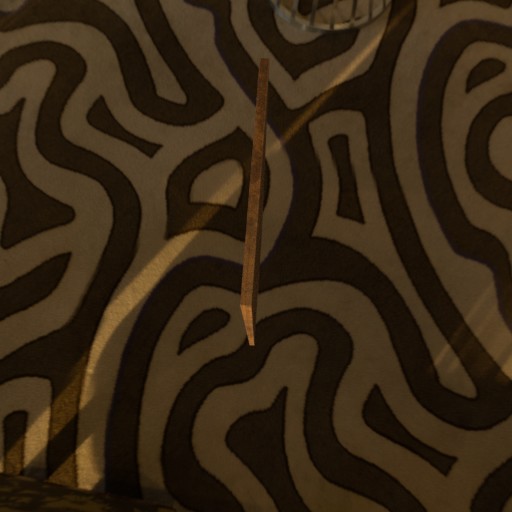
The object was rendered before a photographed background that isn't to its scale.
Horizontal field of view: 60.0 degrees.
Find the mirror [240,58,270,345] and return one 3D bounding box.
[{"bbox_3d":[0.000,0.000,2.332,0.032,2.031,0.812,4,76,1],"label":"mirror"}]
